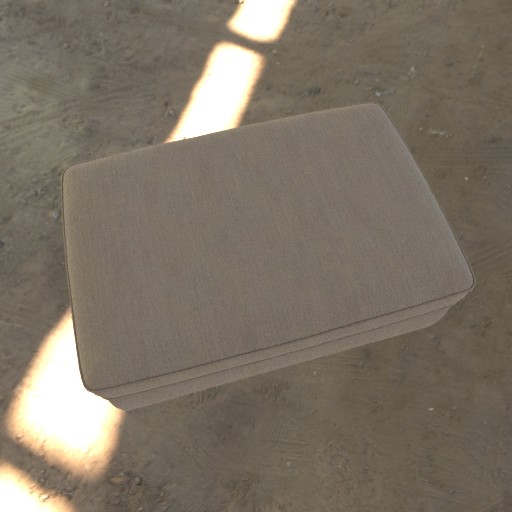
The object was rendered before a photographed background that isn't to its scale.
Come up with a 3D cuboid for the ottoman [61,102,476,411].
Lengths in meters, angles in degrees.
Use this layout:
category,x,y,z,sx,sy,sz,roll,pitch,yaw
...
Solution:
category,x,y,z,sx,sy,sz,roll,pitch,yaw
ottoman,0.000,0.000,1.278,0.941,0.480,0.636,-14,64,-7
